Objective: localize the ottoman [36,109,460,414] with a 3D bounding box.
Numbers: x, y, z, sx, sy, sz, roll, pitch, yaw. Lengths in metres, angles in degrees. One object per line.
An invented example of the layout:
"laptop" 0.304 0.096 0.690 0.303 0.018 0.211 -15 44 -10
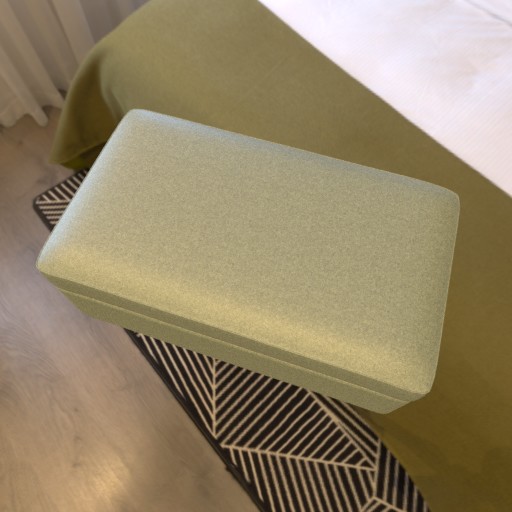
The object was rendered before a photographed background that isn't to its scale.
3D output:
"ottoman" 0.000 0.000 1.526 1.173 0.494 0.681 16 64 8
